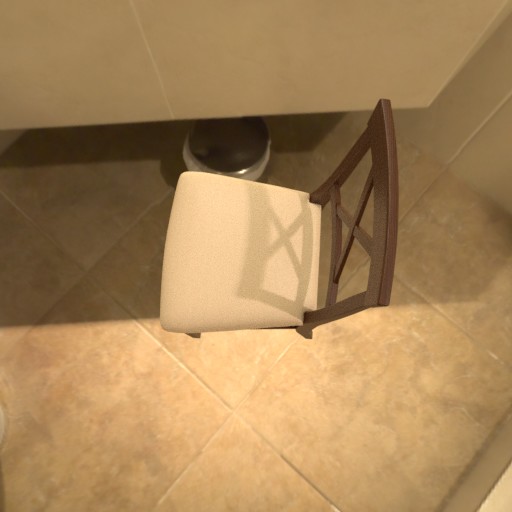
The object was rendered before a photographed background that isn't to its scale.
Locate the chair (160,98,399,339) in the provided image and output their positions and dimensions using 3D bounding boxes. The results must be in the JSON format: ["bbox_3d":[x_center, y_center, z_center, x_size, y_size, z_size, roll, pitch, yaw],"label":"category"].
[{"bbox_3d":[0.000,0.000,1.186,0.480,0.913,0.440,4,76,1],"label":"chair"}]
